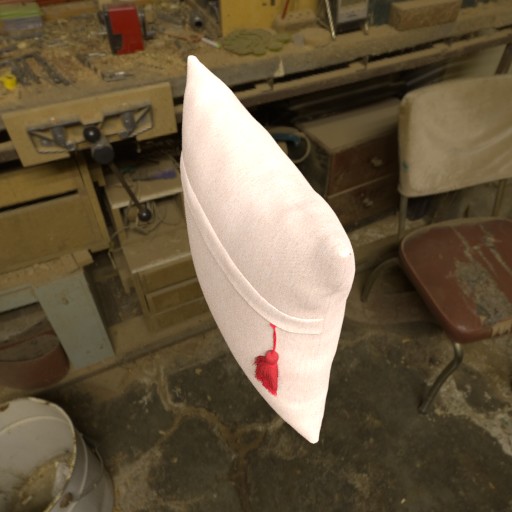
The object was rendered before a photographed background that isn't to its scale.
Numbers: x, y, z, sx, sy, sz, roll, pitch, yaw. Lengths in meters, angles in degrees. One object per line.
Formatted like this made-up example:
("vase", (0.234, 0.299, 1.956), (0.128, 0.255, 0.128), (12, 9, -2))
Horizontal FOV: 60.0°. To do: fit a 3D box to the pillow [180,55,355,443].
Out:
("pillow", (0.000, 0.000, 0.665), (0.173, 0.436, 0.433), (-17, 49, -16))
